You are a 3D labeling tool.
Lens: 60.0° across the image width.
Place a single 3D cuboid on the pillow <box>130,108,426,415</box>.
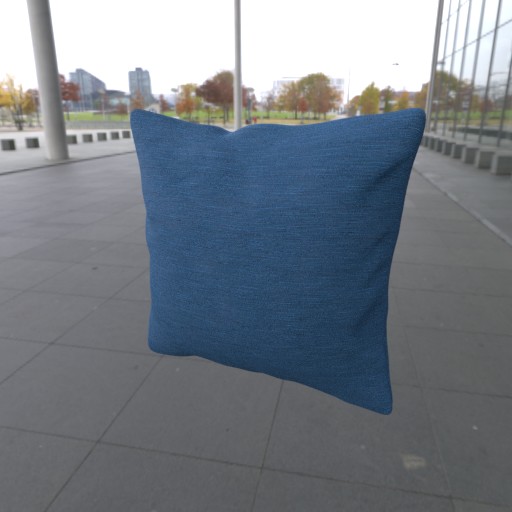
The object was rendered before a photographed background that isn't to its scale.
[{"bbox_3d":[0.000,0.000,0.663,0.437,0.420,0.177,8,19,25],"label":"pillow"}]
